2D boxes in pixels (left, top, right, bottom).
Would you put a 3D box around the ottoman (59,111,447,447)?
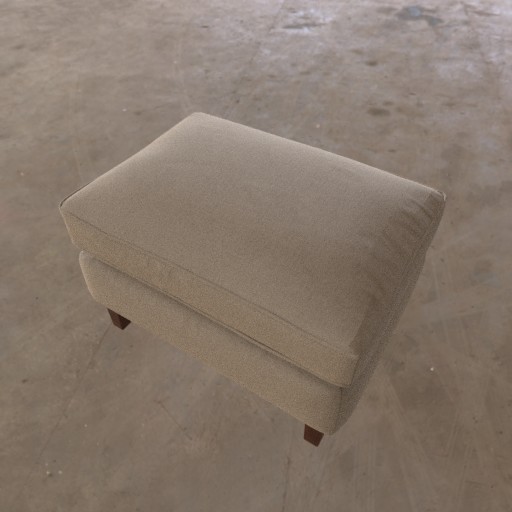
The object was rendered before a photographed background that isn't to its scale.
[{"bbox_3d":[0.000,0.000,1.001,0.665,0.456,0.501,24,51,22],"label":"ottoman"}]
